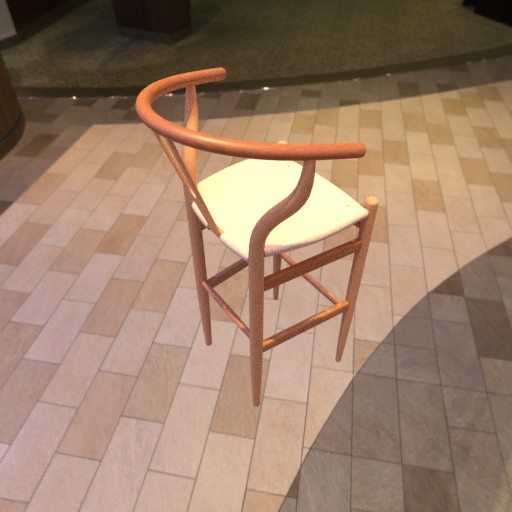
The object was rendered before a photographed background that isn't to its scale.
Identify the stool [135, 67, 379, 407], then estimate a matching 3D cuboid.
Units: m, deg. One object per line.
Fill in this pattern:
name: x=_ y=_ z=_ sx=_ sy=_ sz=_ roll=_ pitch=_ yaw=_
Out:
stool: x=0.000 y=0.000 z=1.378 sx=0.561 sy=1.068 sz=0.574 roll=-26 pitch=48 yaw=-26
